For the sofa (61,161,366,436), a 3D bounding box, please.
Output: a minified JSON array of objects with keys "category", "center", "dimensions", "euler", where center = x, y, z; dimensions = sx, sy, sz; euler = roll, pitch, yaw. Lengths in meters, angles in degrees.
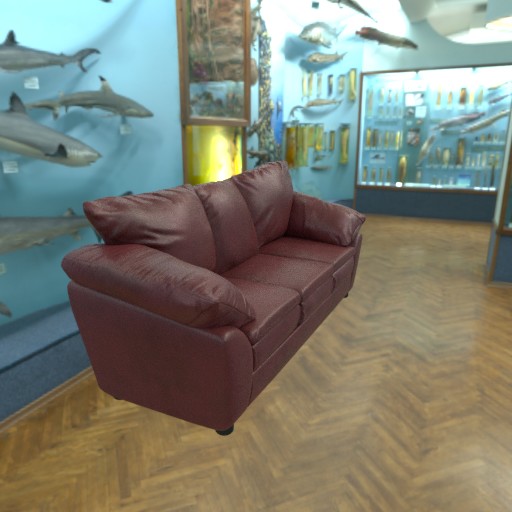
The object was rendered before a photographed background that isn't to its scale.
[{"category":"sofa","center":[0.000,0.000,2.856],"dimensions":[0.907,1.091,2.390],"euler":[8,17,26]}]
